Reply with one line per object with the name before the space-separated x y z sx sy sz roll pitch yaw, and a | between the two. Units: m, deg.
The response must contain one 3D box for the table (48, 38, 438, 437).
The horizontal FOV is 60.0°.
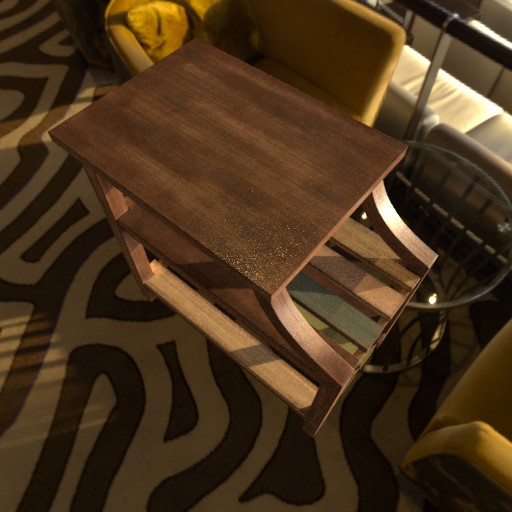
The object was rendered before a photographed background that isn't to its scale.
table | 0.000 0.000 0.952 0.609 0.584 0.356 35 64 20
